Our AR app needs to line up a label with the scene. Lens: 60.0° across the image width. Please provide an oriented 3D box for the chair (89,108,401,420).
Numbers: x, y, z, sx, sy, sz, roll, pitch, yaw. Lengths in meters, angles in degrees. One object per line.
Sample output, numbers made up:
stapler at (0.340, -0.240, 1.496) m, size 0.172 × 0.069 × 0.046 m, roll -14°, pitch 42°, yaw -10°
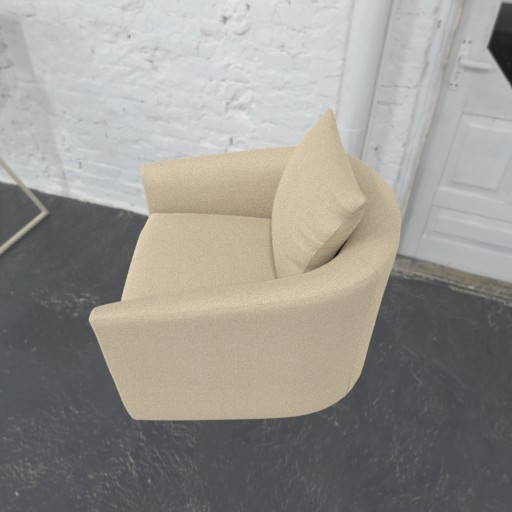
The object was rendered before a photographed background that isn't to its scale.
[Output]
chair at (0.000, 0.000, 1.579) m, size 0.910 × 0.848 × 0.845 m, roll -1°, pitch 41°, yaw -1°
